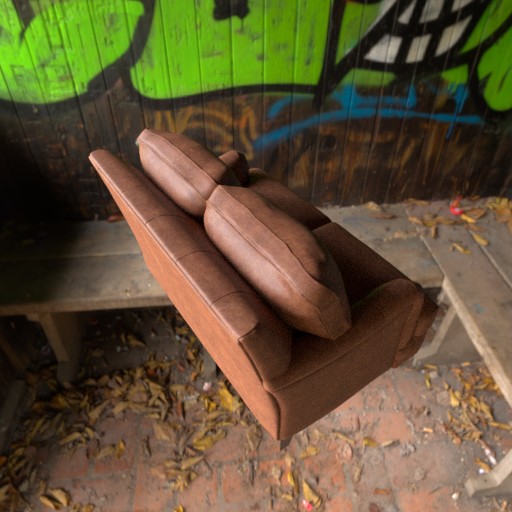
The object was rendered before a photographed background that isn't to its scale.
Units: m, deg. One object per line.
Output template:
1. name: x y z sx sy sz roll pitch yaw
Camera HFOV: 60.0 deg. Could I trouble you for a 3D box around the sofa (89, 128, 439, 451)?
1. sofa: 0.000 0.000 2.253 1.077 1.004 1.527 -24 46 -25
